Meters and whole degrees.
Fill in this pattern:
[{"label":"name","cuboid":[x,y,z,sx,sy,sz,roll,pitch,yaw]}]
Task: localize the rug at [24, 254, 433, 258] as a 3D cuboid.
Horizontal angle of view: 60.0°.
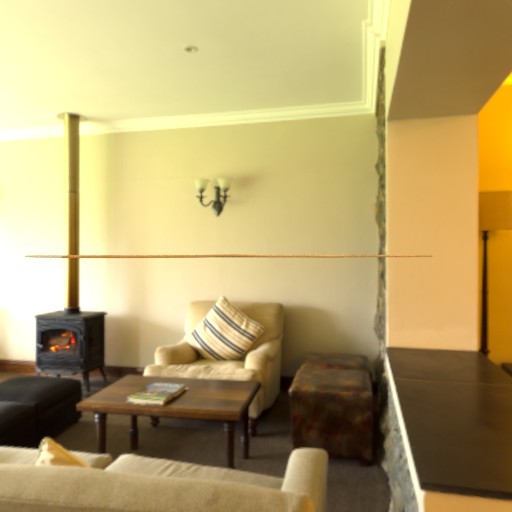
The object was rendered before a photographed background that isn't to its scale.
[{"label":"rug","cuboid":[0.000,0.000,2.670,2.383,0.018,0.857,0,0,-36]}]
